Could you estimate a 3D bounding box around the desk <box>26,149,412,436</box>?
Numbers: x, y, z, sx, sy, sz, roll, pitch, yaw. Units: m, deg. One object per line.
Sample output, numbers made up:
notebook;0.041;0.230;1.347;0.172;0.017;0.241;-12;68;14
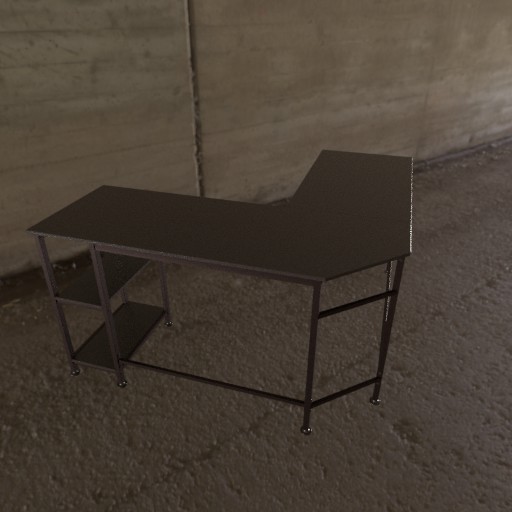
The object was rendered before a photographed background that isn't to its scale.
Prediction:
desk;0.000;0.000;2.236;1.379;0.739;1.379;9;31;15
